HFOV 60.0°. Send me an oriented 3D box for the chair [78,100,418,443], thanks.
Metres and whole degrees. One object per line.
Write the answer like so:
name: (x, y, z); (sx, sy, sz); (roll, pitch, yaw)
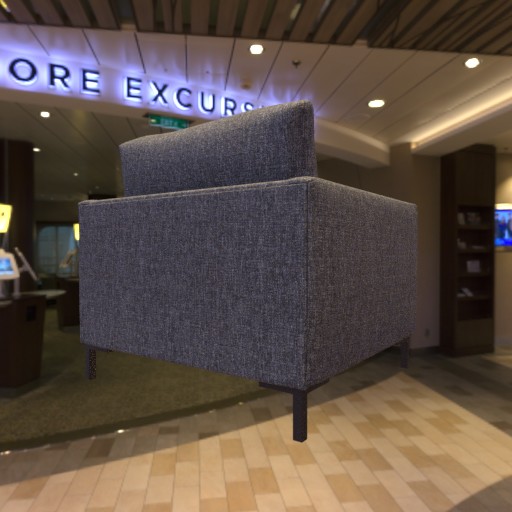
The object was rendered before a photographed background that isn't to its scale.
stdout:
chair: (0.000, 0.000, 1.632); (0.963, 0.861, 0.866); (1, 1, 36)
